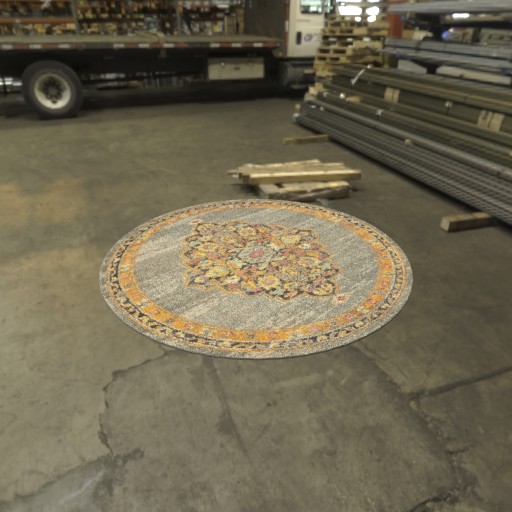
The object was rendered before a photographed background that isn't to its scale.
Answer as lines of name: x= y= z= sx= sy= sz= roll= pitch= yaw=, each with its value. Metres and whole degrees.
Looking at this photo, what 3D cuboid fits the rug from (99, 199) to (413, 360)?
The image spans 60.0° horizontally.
rug: x=0.000 y=0.000 z=2.360 sx=1.598 sy=0.010 sz=1.598 roll=0 pitch=29 yaw=0
